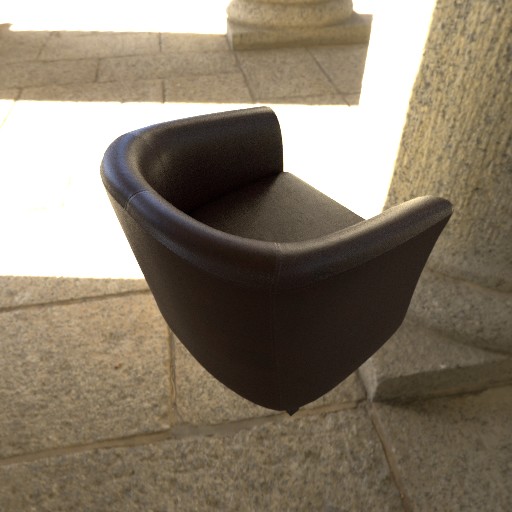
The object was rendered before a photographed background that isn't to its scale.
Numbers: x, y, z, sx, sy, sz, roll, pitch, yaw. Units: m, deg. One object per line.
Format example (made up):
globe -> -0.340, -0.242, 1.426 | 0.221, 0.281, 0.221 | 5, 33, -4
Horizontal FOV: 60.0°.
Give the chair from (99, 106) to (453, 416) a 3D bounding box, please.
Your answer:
chair -> 0.000, 0.000, 1.366 | 0.727, 0.756, 0.792 | -29, 50, -27
